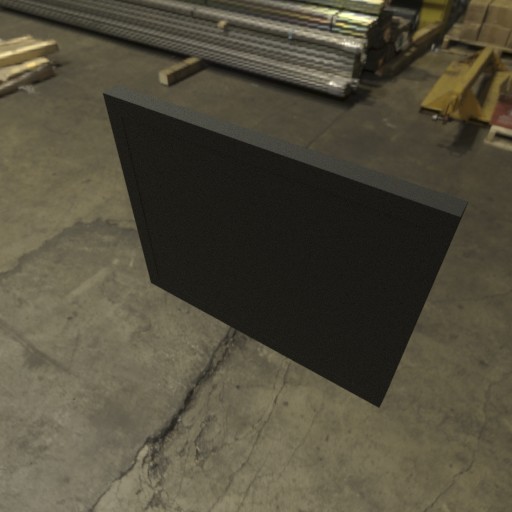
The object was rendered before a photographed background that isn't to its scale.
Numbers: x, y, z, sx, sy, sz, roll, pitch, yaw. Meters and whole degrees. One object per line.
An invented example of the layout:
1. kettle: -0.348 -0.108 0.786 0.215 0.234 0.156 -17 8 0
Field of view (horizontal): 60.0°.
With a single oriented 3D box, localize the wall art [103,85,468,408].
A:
1. wall art: 0.000 0.000 0.554 0.404 0.329 0.024 25 50 23
